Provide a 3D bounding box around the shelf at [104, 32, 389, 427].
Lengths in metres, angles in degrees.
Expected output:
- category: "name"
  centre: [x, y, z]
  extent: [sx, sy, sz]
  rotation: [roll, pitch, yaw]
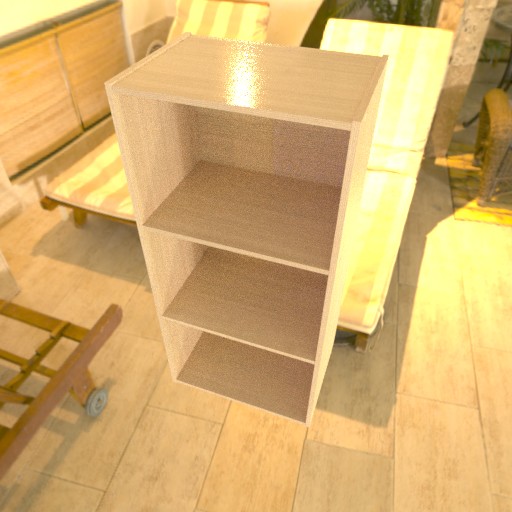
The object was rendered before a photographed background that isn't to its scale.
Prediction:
- category: "shelf"
  centre: [0.000, 0.000, 1.058]
  extent: [0.417, 0.876, 0.292]
  rotation: [14, 44, 15]
